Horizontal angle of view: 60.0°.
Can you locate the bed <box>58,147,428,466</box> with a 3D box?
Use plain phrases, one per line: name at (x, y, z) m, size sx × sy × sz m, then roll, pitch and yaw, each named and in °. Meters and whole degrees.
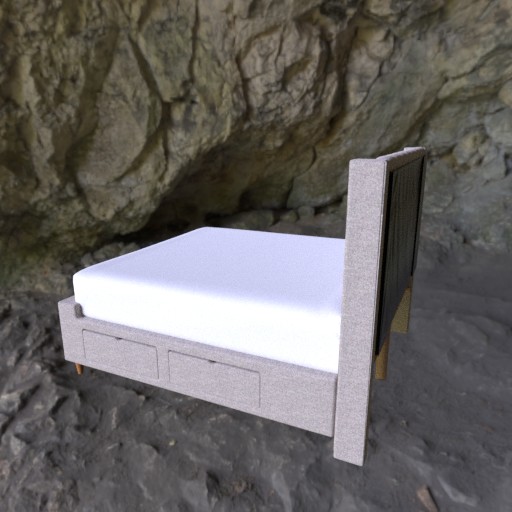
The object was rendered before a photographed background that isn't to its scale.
bed at (0.000, 0.000, 3.688) m, size 2.372 × 1.748 × 2.044 m, roll 7°, pitch 17°, yaw 24°
